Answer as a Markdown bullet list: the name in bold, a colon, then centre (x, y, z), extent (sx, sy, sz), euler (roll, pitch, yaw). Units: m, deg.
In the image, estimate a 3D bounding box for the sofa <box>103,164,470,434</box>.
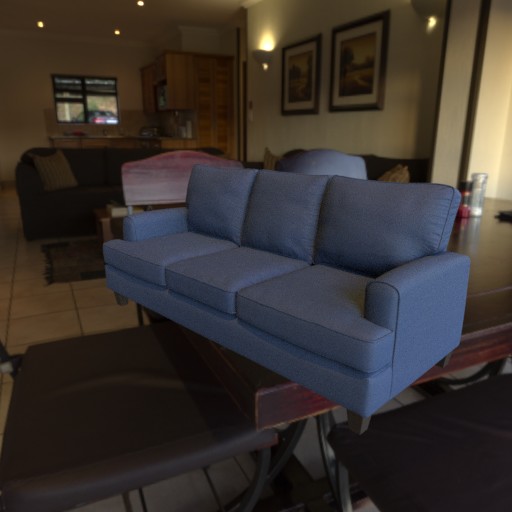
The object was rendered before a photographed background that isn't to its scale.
- **sofa**: centre (0.000, 0.000, 2.653), extent (0.951, 0.965, 2.158), euler (-15, 21, -43)
